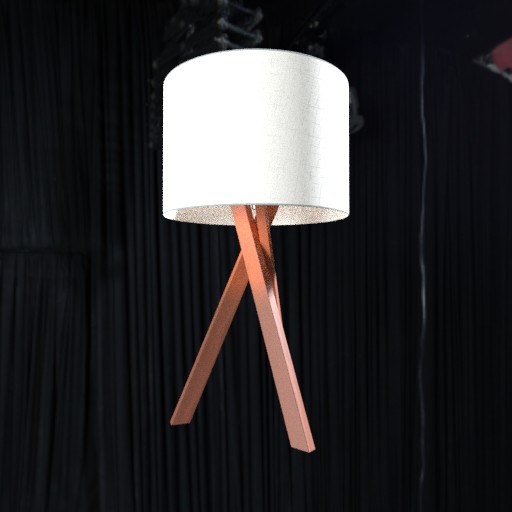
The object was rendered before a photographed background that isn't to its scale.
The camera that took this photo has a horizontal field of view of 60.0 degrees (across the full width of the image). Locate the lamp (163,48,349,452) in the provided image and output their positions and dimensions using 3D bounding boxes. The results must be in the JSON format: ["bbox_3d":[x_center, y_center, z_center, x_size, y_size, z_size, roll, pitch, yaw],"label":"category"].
[{"bbox_3d":[0.000,0.000,0.924,0.380,0.686,0.380,0,-1,-18],"label":"lamp"}]
